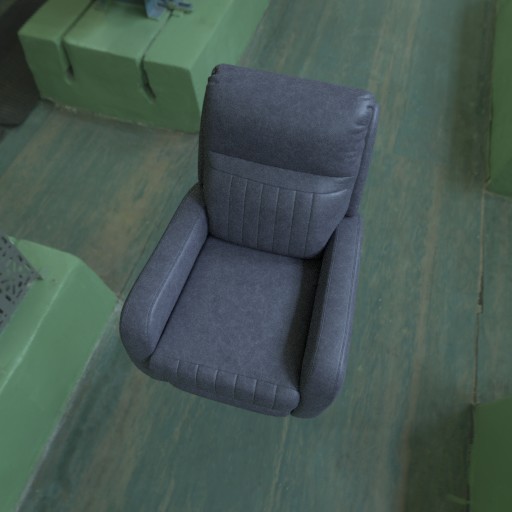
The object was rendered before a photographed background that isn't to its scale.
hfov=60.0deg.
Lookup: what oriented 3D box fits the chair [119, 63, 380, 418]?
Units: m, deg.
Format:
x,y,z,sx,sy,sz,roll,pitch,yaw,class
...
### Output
x,y,z,sx,sy,sz,roll,pitch,yaw,class
0.000,0.000,1.816,0.865,1.067,1.067,13,60,8,chair
